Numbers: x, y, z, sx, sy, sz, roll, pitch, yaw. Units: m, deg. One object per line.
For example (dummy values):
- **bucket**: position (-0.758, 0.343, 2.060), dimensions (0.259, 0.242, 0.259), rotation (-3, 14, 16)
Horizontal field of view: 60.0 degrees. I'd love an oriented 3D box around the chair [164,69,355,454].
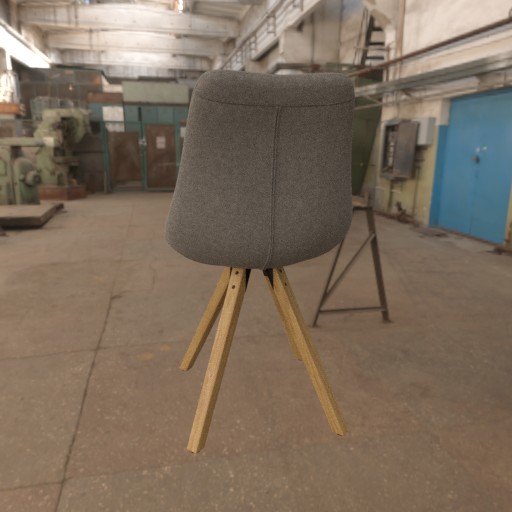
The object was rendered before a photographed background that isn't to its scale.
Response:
- **chair**: position (0.000, 0.000, 1.206), dimensions (0.483, 0.865, 0.550), rotation (-3, 14, -10)
